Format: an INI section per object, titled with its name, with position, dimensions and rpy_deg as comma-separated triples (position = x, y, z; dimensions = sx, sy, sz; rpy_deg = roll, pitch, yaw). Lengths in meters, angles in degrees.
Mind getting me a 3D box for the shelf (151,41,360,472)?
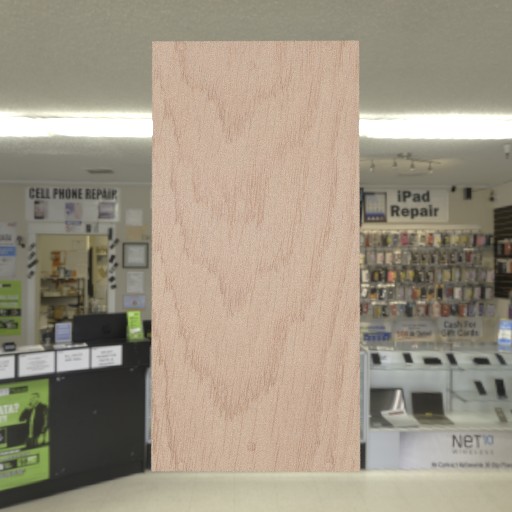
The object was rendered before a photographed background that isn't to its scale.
[shelf]
position = 0.000, 0.000, 0.716
dimensions = 0.290, 0.600, 0.200
rpy_deg = 0, -1, 0
